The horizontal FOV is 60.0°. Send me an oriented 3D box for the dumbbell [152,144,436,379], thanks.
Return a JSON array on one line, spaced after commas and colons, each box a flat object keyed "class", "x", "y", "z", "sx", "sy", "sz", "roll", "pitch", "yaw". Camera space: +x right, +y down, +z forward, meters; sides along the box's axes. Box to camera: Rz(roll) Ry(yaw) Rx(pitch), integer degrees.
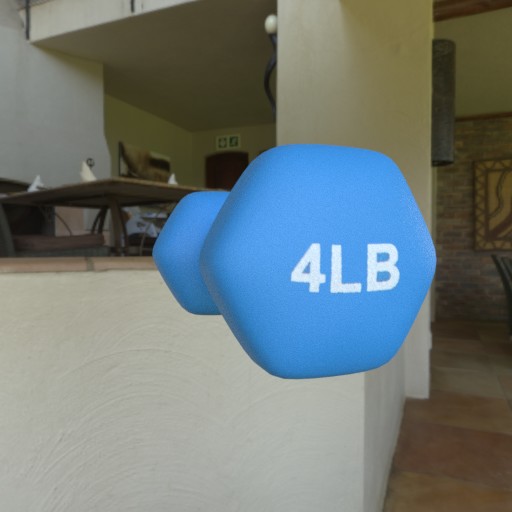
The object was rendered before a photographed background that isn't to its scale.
[{"class": "dumbbell", "x": 0.000, "y": 0.000, "z": 0.188, "sx": 0.074, "sy": 0.066, "sz": 0.152, "roll": -1, "pitch": 2, "yaw": -19}]
